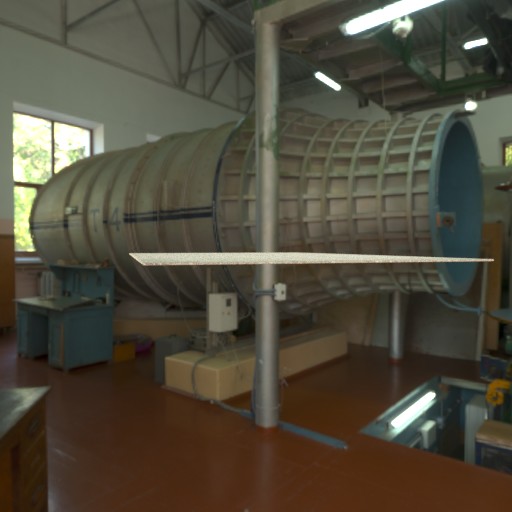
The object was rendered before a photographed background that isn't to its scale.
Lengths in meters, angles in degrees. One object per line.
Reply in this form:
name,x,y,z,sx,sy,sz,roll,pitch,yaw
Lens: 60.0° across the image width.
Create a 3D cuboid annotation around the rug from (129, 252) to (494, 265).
rug,0.000,0.000,2.268,1.211,0.007,1.827,0,1,-17
